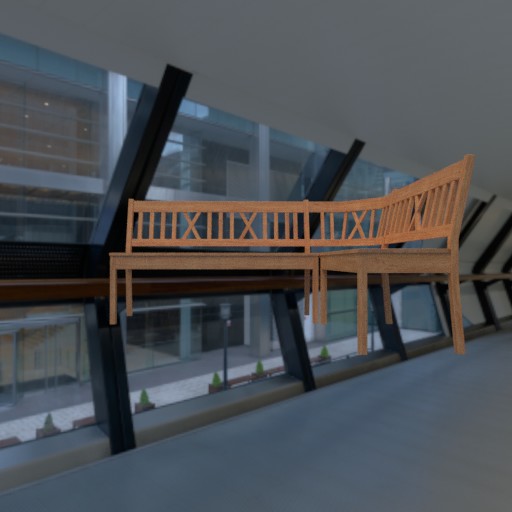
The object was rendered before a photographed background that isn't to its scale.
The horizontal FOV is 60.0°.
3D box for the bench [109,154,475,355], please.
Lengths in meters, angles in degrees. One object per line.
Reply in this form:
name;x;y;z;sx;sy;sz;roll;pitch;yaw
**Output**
bench;0.000;0.000;2.736;1.937;0.902;1.537;0;-1;-2
